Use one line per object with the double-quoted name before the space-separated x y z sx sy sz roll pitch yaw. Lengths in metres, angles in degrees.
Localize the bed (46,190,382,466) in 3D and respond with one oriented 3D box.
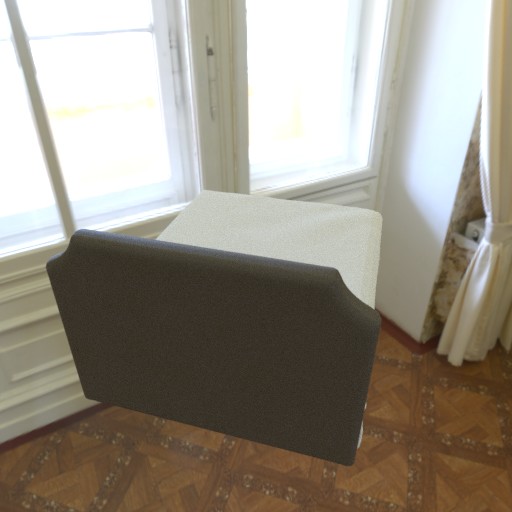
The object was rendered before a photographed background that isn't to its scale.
"bed" 0.000 0.000 3.865 2.194 1.561 2.536 9 34 14
